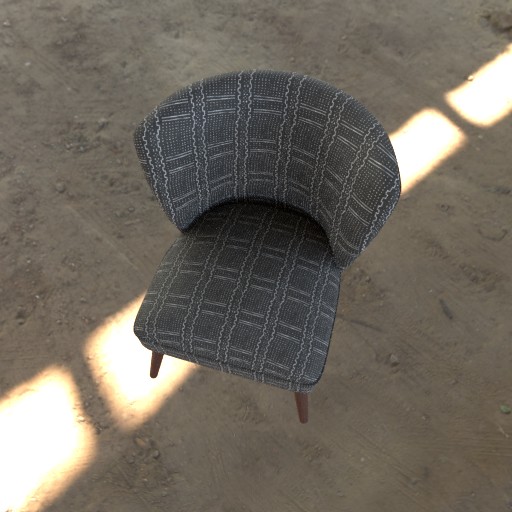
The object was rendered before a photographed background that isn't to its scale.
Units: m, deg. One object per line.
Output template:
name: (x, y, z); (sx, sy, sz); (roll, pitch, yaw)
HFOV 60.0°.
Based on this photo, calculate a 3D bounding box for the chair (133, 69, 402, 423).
chair: (0.000, 0.000, 1.440); (0.710, 0.866, 0.758); (14, 60, 8)
